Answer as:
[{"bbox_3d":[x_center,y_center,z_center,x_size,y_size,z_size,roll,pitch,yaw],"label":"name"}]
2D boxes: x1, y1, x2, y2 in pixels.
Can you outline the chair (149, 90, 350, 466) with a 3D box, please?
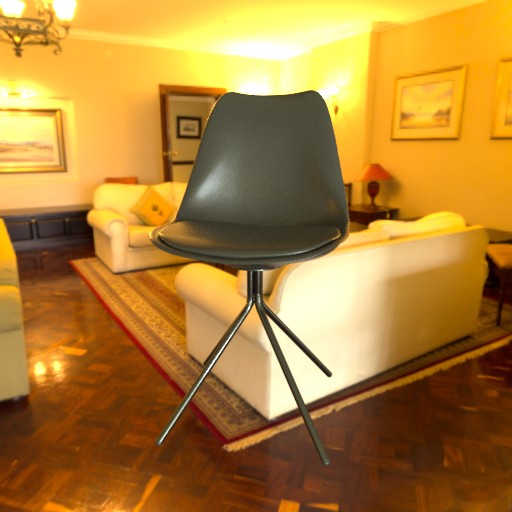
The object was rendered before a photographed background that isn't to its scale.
[{"bbox_3d":[0.000,0.000,1.133,0.461,0.850,0.525,3,14,10],"label":"chair"}]
